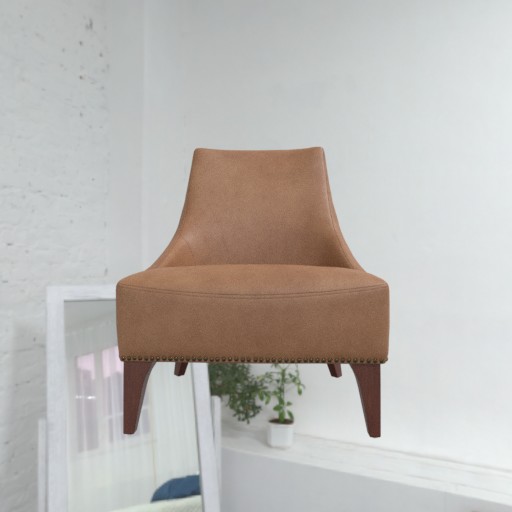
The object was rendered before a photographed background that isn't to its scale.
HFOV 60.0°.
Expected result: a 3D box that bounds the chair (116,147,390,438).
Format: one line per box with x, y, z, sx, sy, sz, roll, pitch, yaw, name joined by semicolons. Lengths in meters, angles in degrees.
0.000;0.000;1.502;0.701;0.909;0.861;0;0;2;chair
